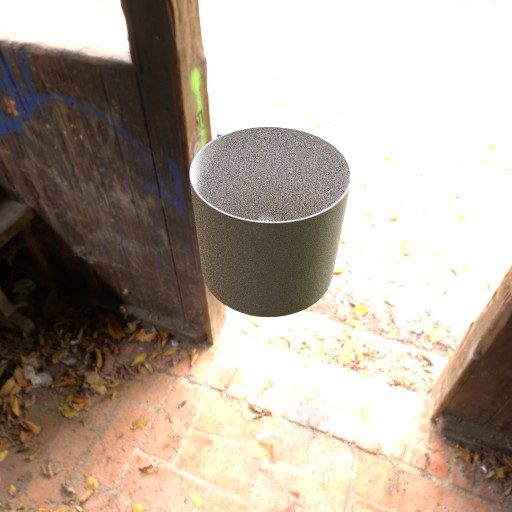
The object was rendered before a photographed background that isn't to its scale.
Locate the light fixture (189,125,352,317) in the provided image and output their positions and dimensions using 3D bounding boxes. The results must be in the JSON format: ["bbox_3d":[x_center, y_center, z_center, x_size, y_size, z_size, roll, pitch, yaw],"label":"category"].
[{"bbox_3d":[0.000,0.000,0.901,0.203,0.651,0.516,-5,47,-5],"label":"light fixture"}]
